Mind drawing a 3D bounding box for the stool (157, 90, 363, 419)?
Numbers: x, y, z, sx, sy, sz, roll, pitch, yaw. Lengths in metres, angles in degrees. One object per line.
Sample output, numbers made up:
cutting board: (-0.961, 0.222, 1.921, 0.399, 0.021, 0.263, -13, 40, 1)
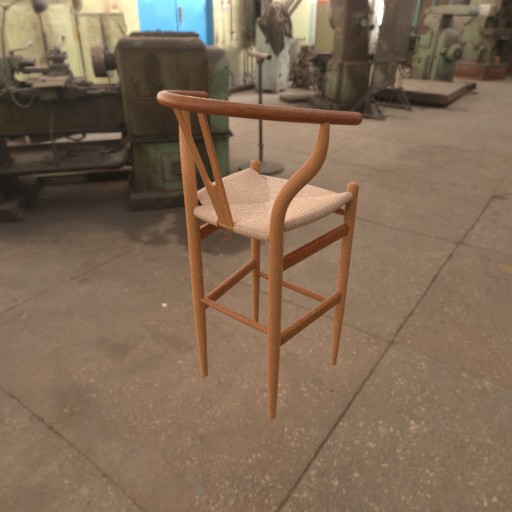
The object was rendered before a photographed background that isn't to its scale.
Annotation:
stool: (0.000, 0.000, 1.458, 0.574, 1.068, 0.561, 21, 35, 33)
